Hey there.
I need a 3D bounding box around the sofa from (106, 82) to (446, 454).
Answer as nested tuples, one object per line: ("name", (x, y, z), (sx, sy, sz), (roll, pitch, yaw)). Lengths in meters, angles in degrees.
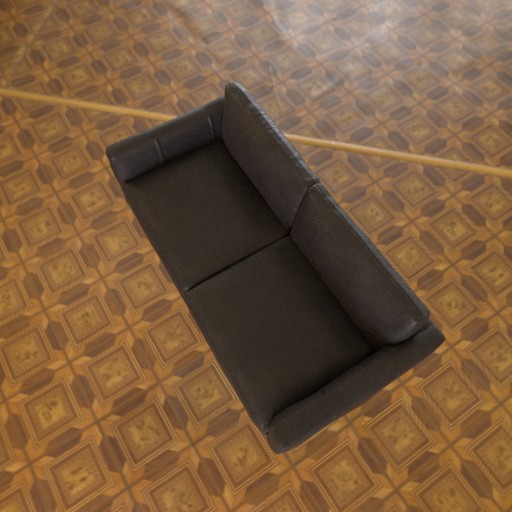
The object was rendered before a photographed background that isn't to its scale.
("sofa", (0.000, 0.000, 2.360), (0.947, 0.883, 1.805), (-31, 68, -14))
